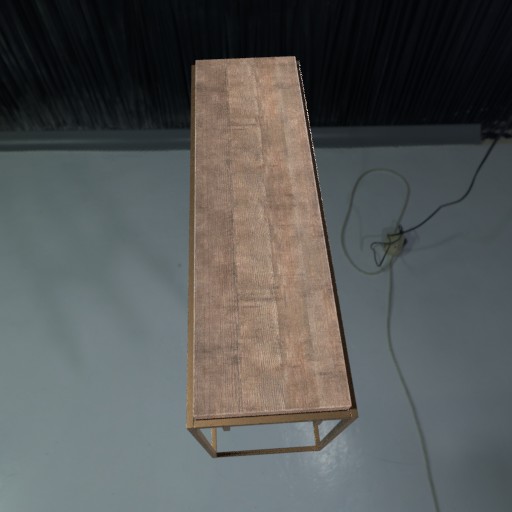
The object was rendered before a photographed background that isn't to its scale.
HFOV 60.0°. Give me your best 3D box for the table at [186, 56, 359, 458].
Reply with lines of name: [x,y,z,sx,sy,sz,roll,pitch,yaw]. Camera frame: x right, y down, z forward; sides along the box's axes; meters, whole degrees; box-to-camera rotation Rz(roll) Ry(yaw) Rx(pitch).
table: [0.000,0.000,1.795,0.440,0.820,1.400,-3,61,-2]
